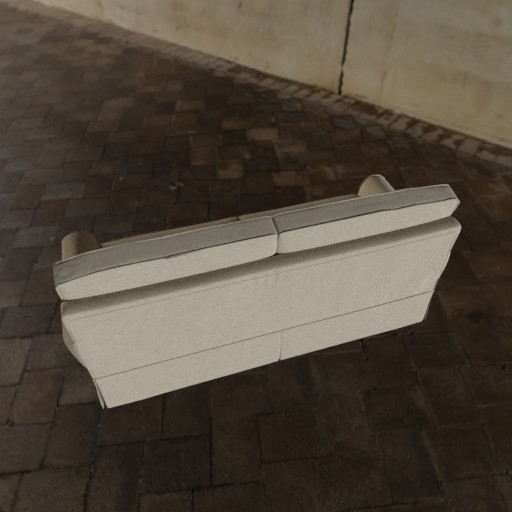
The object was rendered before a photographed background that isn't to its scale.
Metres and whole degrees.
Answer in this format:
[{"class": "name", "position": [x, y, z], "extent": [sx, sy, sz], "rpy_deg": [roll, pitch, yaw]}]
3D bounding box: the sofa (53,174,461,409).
[{"class": "sofa", "position": [0.000, 0.000, 2.718], "extent": [2.246, 1.014, 0.900], "rpy_deg": [-12, 44, -13]}]
